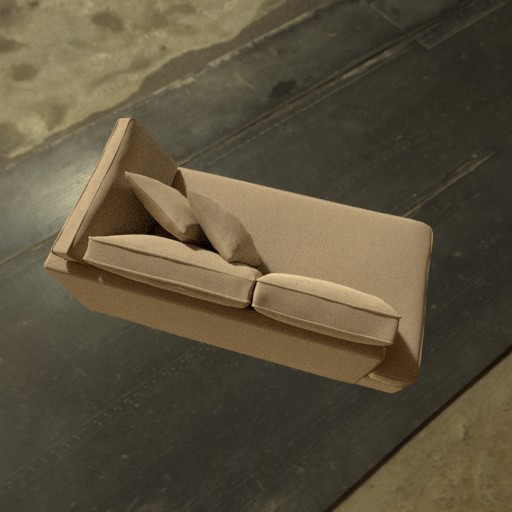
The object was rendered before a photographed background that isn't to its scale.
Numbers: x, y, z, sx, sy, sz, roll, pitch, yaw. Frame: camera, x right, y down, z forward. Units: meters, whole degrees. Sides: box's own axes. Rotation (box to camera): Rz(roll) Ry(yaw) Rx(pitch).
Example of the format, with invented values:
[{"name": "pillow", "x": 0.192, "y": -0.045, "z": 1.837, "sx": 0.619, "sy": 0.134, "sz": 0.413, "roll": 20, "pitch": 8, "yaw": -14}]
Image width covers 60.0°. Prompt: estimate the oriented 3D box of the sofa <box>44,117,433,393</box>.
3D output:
[{"name": "sofa", "x": 0.000, "y": 0.000, "z": 2.890, "sx": 2.237, "sy": 1.033, "sz": 1.110, "roll": 14, "pitch": 66, "yaw": 7}]
